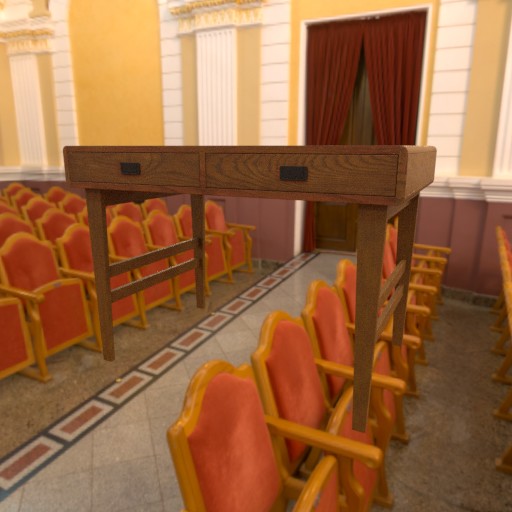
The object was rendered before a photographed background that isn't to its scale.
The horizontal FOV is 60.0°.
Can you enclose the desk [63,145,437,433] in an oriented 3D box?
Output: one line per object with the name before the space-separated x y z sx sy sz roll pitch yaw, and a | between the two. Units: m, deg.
desk | 0.000 0.000 1.563 1.066 0.754 0.660 7 15 26
